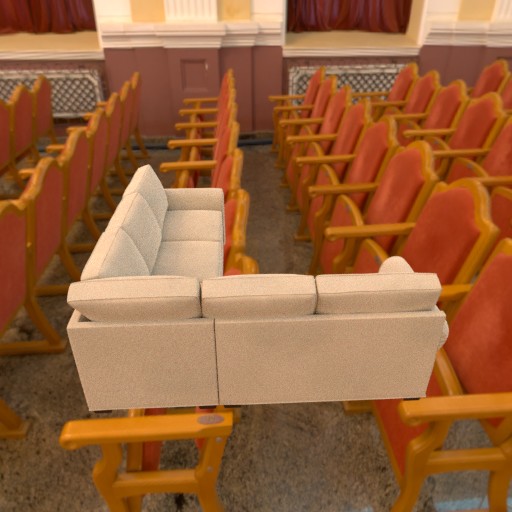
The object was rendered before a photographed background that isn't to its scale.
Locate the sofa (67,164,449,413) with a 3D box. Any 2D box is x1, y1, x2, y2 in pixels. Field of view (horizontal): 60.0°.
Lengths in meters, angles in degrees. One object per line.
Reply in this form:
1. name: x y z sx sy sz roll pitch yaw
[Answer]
1. sofa: 0.000 0.000 4.013 2.487 1.054 2.569 -2 31 -3
